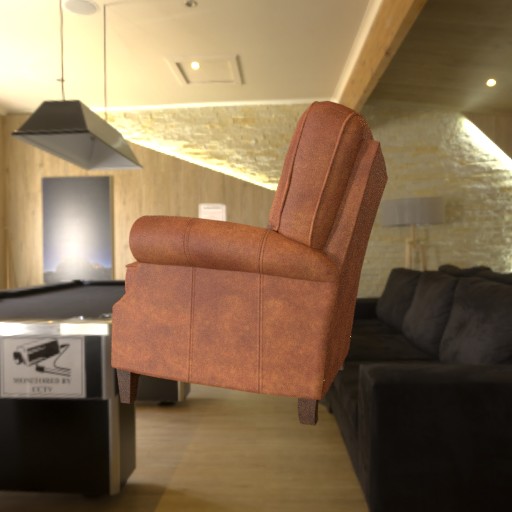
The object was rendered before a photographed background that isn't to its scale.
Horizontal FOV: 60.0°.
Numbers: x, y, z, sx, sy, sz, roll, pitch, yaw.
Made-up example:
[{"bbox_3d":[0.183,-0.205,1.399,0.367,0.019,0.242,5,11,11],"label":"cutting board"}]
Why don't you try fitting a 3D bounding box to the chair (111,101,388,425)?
[{"bbox_3d":[0.000,0.000,1.766,0.986,1.018,0.936,0,1,18],"label":"chair"}]
